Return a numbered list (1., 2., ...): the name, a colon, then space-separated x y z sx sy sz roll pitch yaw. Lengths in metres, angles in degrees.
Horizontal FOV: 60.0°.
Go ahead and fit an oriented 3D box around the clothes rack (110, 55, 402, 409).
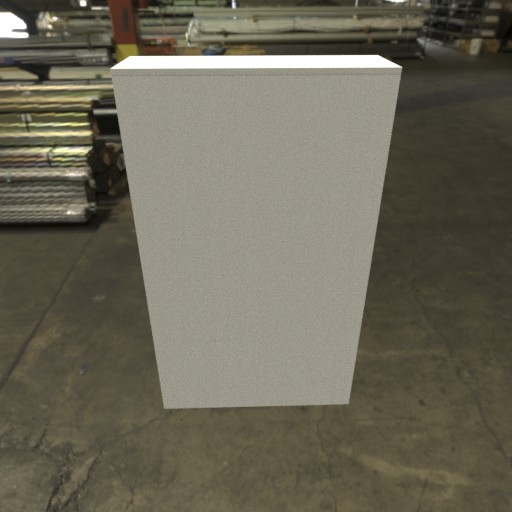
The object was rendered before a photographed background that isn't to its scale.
1. clothes rack: 0.000 0.000 1.576 0.750 1.280 0.250 -1 31 -2
